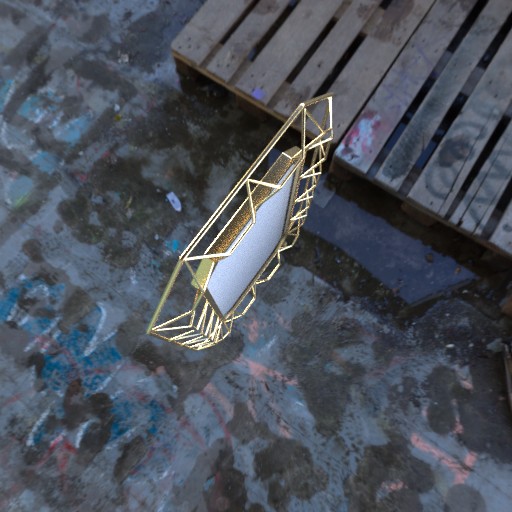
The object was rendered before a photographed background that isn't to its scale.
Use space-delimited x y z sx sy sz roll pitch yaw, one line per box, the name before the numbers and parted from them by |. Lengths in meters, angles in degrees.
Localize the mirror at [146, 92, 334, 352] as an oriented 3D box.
mirror | 0.000 0.000 1.107 0.051 0.870 0.572 35 78 9
